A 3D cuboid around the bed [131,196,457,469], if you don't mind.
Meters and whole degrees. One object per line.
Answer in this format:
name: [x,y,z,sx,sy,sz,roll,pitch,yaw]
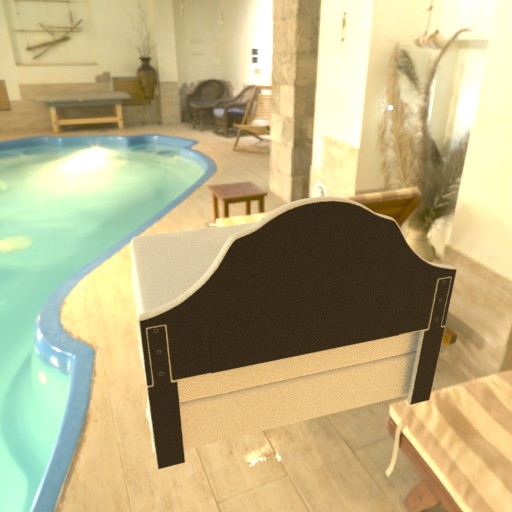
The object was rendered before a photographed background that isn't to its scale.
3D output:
bed: [0.000,0.000,3.575,2.008,1.615,2.214,-8,26,-16]
